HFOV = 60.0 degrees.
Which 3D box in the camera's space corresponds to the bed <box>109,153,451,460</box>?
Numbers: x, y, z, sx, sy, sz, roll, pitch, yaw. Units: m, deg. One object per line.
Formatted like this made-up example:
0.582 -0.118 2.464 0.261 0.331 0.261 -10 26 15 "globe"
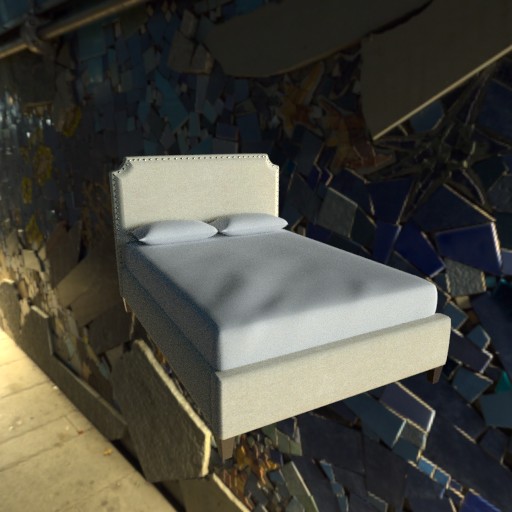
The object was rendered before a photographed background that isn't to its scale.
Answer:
0.000 0.000 3.487 1.713 1.457 2.381 -8 17 -27 "bed"
